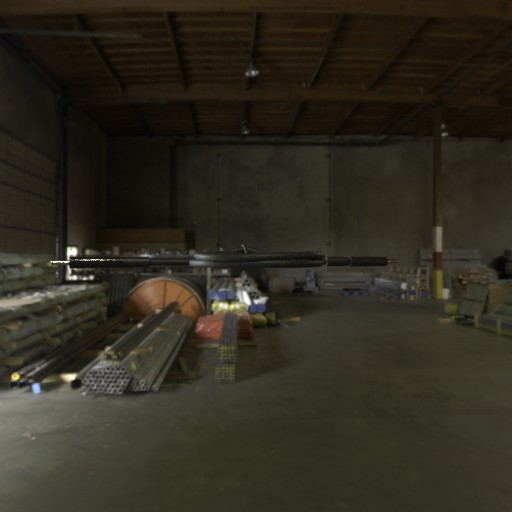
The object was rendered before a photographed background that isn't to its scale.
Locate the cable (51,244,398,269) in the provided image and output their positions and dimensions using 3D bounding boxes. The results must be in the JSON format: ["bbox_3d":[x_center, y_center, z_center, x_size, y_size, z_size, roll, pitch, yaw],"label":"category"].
[{"bbox_3d":[0.000,0.000,0.232,0.203,0.014,0.070,0,0,-17],"label":"cable"}]
